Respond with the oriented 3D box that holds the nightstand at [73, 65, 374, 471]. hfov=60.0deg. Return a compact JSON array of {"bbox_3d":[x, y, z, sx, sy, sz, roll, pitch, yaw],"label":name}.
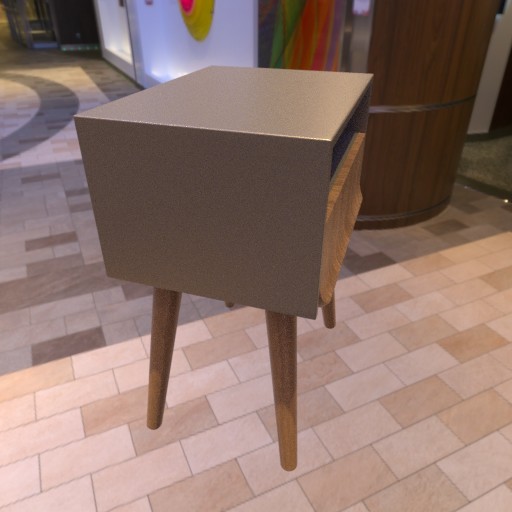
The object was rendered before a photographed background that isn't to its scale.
[{"bbox_3d":[0.000,0.000,0.714,0.288,0.508,0.370,10,33,16],"label":"nightstand"}]
